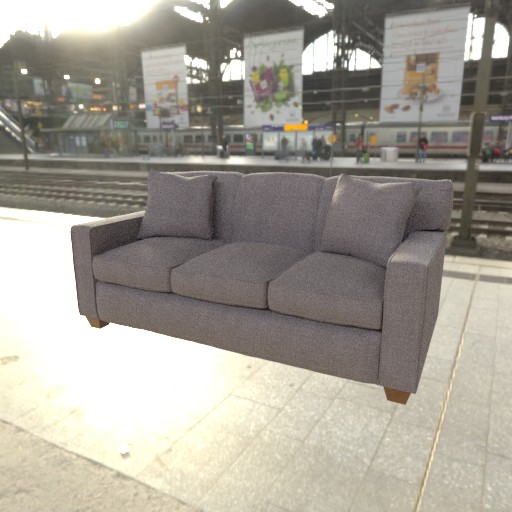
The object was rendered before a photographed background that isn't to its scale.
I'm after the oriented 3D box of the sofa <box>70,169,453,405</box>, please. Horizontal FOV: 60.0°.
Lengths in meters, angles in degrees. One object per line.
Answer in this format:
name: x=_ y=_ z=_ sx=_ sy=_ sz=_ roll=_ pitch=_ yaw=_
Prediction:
sofa: x=0.000 y=0.000 z=2.614 sx=2.024 sy=0.958 sz=0.997 roll=7 pitch=16 yaw=26
